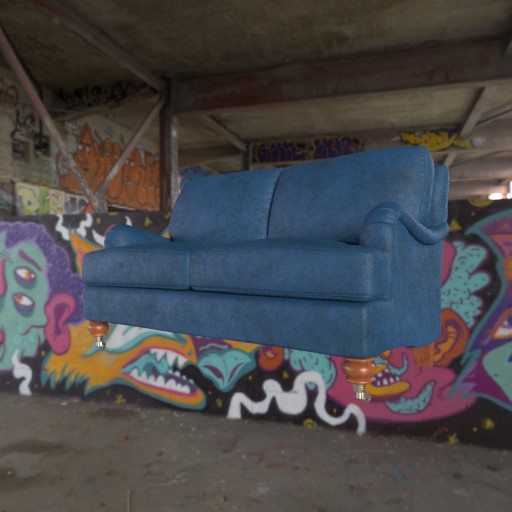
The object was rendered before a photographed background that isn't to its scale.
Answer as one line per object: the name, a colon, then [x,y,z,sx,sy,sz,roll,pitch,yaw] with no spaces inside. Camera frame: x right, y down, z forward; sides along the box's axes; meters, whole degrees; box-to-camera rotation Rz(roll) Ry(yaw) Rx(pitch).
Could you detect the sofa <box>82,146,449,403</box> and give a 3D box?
sofa: [0.000,0.000,2.466,1.853,1.101,1.084,0,-1,37]
